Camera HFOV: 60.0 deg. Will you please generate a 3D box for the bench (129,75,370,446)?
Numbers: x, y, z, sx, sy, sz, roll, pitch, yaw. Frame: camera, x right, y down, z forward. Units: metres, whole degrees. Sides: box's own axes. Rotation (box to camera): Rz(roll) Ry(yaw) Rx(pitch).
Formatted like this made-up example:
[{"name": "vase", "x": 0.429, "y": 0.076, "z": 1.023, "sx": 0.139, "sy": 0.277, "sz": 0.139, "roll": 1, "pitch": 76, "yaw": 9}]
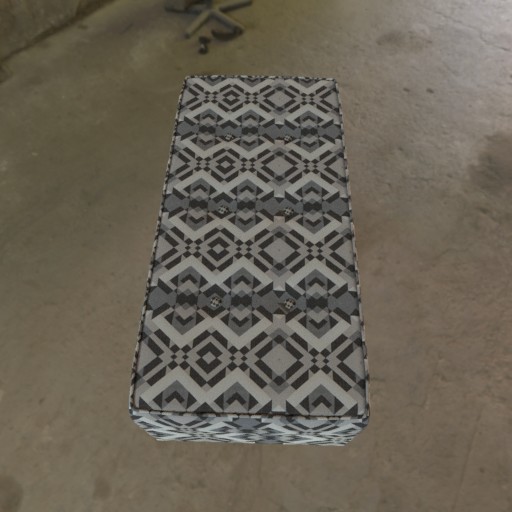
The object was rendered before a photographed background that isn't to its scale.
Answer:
[{"name": "bench", "x": 0.000, "y": 0.000, "z": 1.293, "sx": 0.492, "sy": 0.477, "sz": 1.016, "roll": 1, "pitch": 59, "yaw": 1}]
